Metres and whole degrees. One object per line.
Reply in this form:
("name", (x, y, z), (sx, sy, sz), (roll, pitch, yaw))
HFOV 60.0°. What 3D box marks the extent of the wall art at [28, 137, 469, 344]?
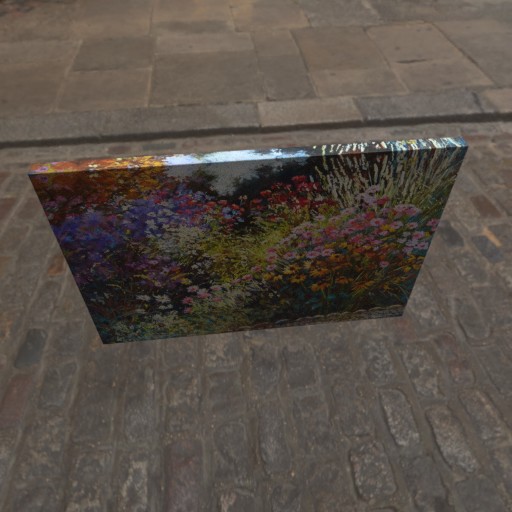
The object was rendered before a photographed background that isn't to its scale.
("wall art", (0.000, 0.000, 1.136), (0.908, 0.604, 0.037), (-5, 46, -5))
